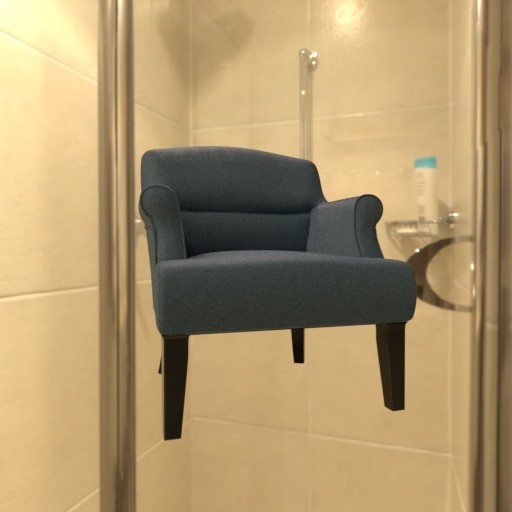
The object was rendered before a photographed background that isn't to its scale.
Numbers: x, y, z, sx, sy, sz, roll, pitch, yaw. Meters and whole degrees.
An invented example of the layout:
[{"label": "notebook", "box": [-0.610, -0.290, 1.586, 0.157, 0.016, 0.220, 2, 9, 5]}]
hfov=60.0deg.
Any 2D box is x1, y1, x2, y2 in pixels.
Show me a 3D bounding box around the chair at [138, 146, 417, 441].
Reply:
[{"label": "chair", "box": [0.000, 0.000, 1.481, 0.770, 0.878, 0.754, 0, 1, -18]}]
